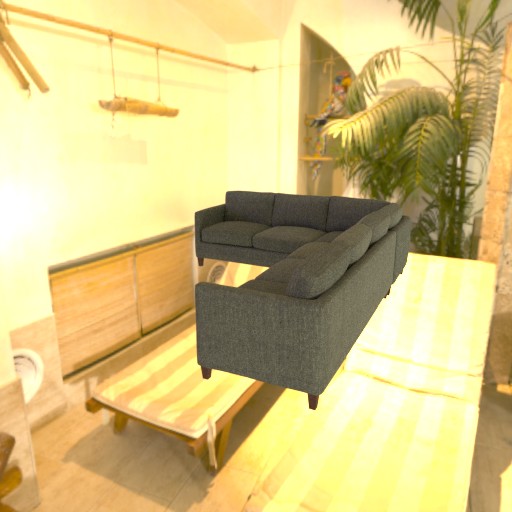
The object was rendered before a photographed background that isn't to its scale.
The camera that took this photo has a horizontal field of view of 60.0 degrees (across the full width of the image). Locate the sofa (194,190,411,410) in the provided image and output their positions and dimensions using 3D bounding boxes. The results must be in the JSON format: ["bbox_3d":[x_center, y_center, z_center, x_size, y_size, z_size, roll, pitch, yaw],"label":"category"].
[{"bbox_3d":[0.000,0.000,4.574,2.593,0.947,3.302,8,17,26],"label":"sofa"}]
